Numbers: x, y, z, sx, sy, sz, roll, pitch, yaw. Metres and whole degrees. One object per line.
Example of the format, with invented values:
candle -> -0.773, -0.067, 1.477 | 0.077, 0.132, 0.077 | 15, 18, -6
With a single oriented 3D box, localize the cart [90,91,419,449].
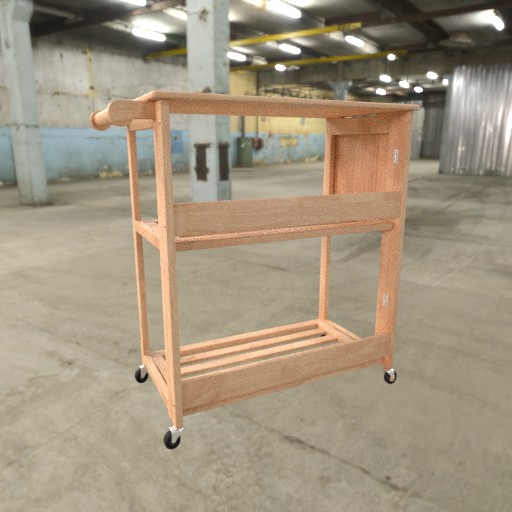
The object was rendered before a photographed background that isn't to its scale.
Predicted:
cart -> 0.000, 0.000, 1.359 | 0.853, 0.879, 0.432 | -7, 15, -25
